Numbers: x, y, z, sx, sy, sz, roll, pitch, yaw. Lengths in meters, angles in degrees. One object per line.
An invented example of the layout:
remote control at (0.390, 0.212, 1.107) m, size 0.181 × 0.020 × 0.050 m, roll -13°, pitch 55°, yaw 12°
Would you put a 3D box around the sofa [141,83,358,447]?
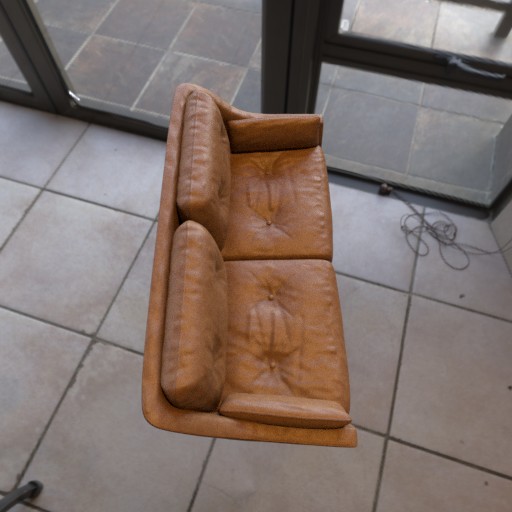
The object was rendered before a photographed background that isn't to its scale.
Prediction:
sofa at (0.000, 0.000, 2.367) m, size 0.904 × 0.839 × 1.902 m, roll 0°, pitch 62°, yaw 0°
